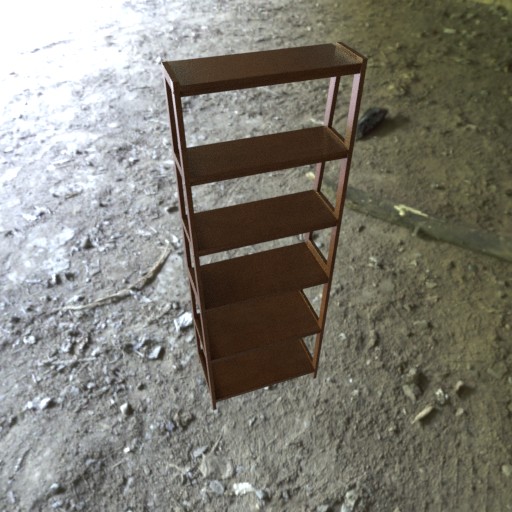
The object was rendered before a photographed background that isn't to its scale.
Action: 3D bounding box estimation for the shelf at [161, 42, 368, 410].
[{"bbox_3d":[0.000,0.000,2.157,0.660,1.892,0.382,-13,43,-14],"label":"shelf"}]
